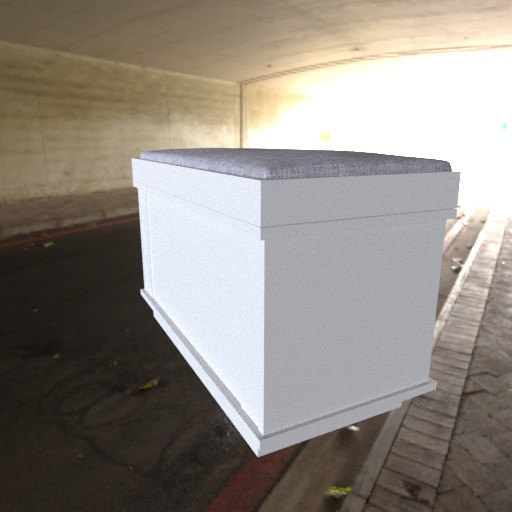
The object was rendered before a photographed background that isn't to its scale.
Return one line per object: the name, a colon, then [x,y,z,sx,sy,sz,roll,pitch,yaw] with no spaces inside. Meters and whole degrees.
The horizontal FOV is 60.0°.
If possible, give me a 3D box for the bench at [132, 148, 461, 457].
bench: [0.000,0.000,0.978,0.362,0.461,0.734,-7,16,-26]
